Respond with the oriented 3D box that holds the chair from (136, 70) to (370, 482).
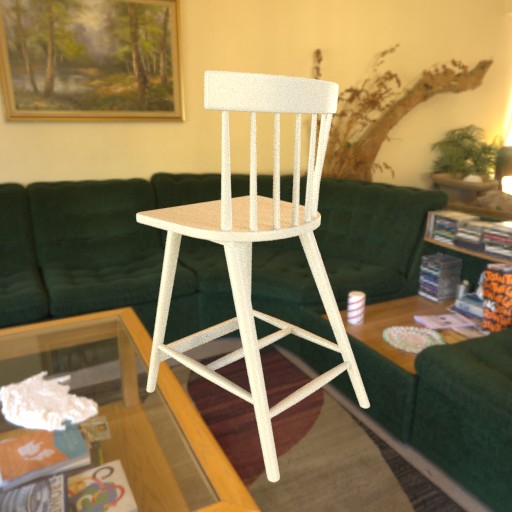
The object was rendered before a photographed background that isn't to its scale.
[{"bbox_3d":[0.000,0.000,1.288,0.483,0.952,0.572,-16,23,-43],"label":"chair"}]
